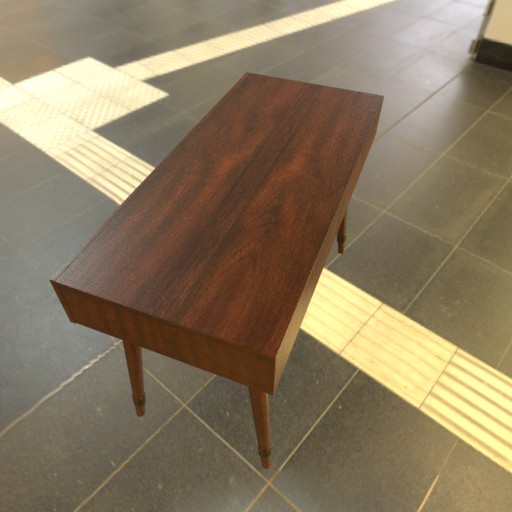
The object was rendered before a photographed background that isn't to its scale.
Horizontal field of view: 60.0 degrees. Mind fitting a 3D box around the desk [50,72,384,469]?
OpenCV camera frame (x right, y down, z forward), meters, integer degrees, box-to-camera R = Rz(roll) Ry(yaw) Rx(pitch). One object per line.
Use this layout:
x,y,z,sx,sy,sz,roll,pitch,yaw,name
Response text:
0.000,0.000,2.136,0.734,1.031,1.577,16,48,15,desk
